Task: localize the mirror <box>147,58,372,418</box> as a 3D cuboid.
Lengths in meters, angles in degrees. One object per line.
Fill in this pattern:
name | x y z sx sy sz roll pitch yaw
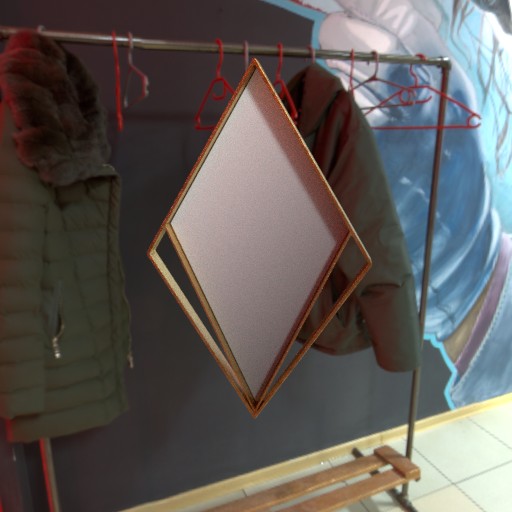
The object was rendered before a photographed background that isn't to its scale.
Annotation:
mirror | 0.000 0.000 0.829 0.419 0.679 0.032 3 16 10
